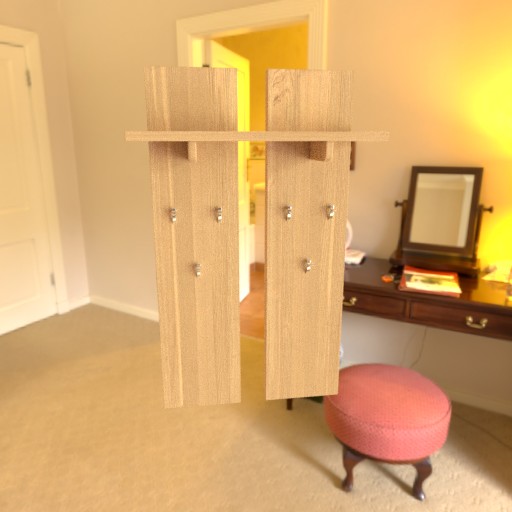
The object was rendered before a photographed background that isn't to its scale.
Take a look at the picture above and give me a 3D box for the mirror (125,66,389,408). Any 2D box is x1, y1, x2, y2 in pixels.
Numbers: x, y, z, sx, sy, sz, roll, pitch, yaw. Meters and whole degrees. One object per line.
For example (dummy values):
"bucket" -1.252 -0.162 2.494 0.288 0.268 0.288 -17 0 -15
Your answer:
"mirror" 0.000 0.000 1.558 0.800 1.250 0.260 -2 15 -8
